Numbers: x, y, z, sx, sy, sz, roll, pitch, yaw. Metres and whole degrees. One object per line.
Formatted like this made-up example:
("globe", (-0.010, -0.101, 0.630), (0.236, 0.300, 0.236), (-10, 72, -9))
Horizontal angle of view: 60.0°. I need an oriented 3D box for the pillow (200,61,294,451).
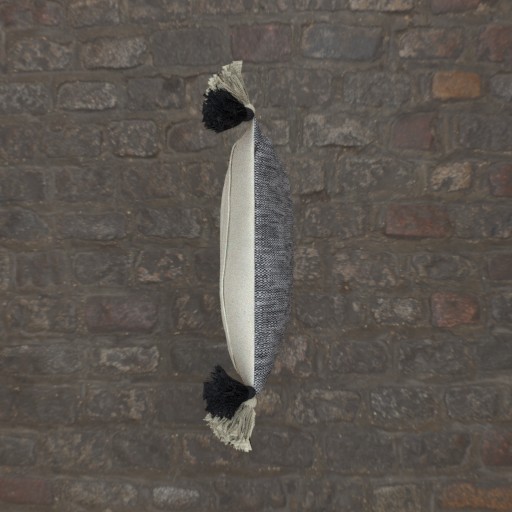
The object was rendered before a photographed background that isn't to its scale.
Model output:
("pillow", (0.000, 0.000, 0.977), (0.170, 0.659, 0.654), (0, 89, 1))
